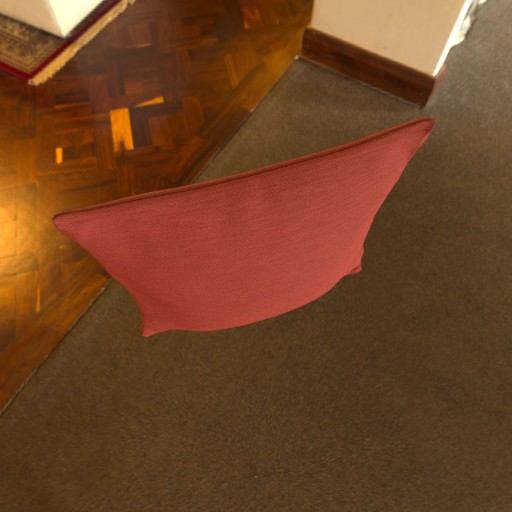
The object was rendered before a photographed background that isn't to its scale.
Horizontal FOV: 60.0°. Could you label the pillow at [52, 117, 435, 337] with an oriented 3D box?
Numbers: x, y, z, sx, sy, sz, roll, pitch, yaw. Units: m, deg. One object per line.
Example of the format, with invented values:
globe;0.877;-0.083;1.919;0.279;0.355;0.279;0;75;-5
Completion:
pillow;0.000;0.000;0.655;0.435;0.416;0.151;-16;65;-8
